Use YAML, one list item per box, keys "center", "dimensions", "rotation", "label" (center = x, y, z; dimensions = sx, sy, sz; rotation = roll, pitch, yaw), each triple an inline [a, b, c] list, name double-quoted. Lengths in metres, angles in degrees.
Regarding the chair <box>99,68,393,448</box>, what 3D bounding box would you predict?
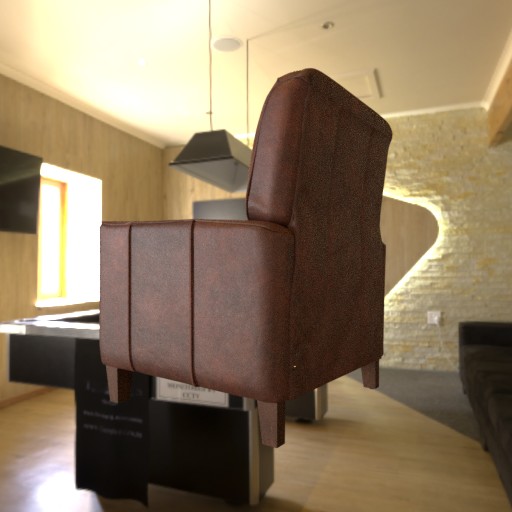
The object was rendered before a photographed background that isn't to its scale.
- center: [0.000, 0.000, 1.669]
  dimensions: [0.836, 1.043, 0.843]
  rotation: [-1, -2, 36]
  label: "chair"
